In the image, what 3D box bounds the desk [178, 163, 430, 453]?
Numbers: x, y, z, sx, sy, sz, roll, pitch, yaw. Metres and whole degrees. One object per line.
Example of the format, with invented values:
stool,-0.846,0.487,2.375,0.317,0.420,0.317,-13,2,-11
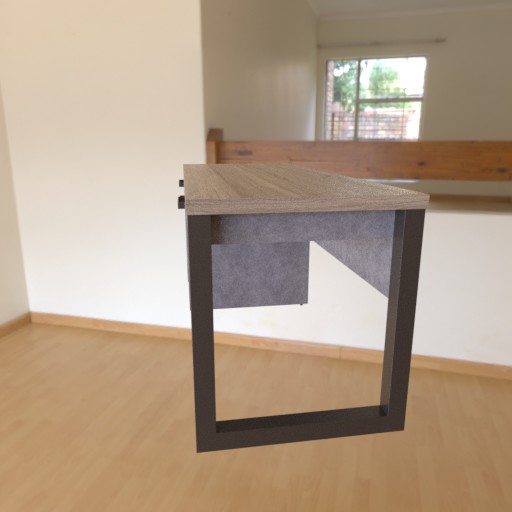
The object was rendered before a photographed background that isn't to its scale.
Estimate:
desk,0.000,0.000,2.071,0.690,0.760,1.700,-2,15,-9
